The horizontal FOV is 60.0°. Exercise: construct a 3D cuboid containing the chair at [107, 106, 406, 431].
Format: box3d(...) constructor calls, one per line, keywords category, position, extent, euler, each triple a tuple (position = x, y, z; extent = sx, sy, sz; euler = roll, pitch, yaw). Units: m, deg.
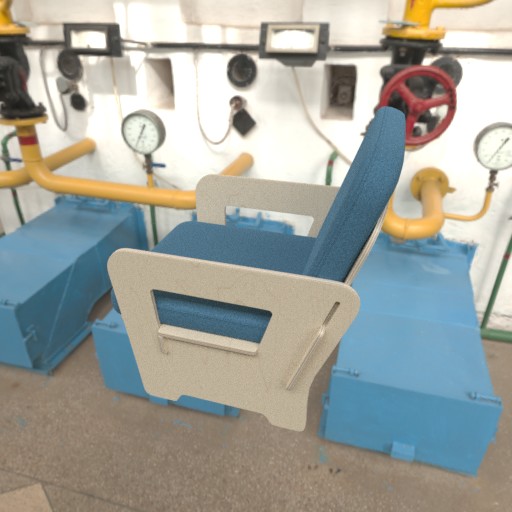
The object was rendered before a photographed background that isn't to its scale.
box3d(category="chair", position=(0.000, 0.000, 1.187), extent=(0.657, 0.747, 0.547), euler=(8, 31, 14))
